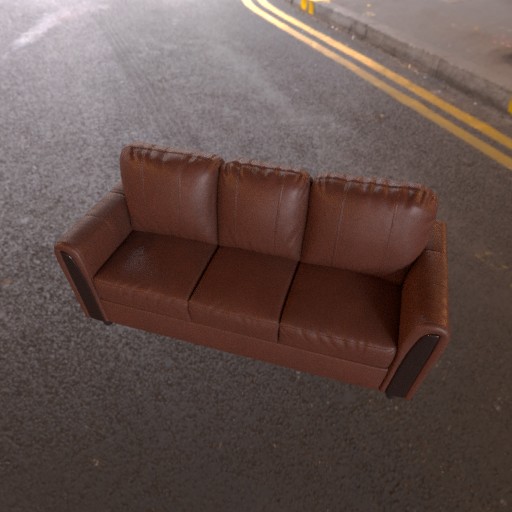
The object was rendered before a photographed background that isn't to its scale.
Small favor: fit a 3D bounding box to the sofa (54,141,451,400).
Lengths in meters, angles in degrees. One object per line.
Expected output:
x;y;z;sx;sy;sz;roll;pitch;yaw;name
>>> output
0.000;0.000;2.321;1.862;0.915;0.802;11;42;13;sofa
